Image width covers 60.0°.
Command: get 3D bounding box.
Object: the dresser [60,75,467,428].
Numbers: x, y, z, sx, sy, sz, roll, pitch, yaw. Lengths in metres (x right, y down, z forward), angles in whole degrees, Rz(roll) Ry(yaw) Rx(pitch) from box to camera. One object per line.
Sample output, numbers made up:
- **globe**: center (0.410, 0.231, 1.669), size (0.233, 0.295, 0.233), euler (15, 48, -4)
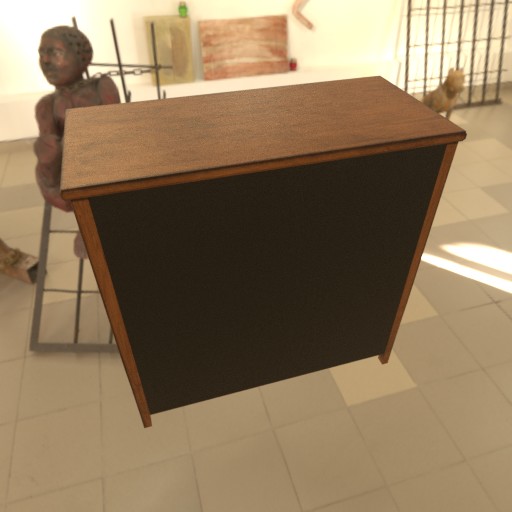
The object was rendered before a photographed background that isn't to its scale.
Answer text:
- **dresser**: center (0.000, 0.000, 1.901), size (1.250, 1.224, 0.591), euler (-11, 41, -13)
